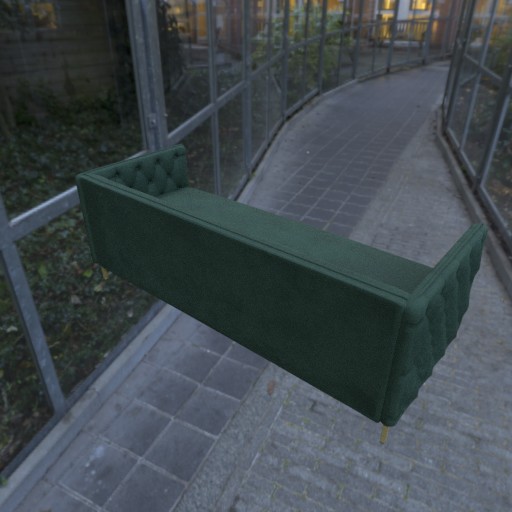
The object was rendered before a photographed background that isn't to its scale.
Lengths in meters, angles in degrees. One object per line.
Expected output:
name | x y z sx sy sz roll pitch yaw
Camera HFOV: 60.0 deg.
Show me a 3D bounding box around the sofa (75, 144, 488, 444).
sofa | 0.000 0.000 2.589 2.209 0.771 0.895 22 37 33
